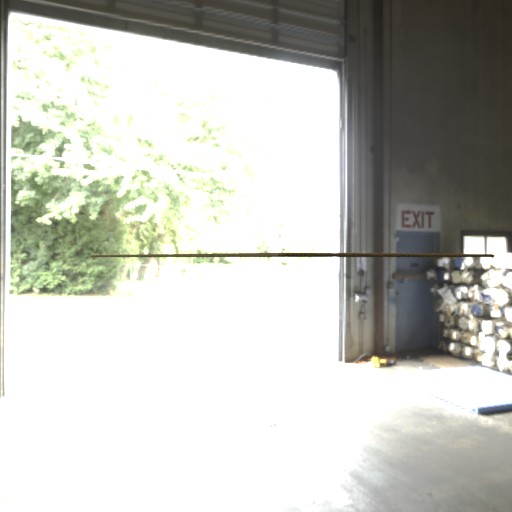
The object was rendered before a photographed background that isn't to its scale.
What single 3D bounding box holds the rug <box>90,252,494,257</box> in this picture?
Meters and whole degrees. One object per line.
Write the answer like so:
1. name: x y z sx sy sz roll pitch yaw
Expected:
1. rug: 0.000 0.000 2.065 1.062 0.013 1.667 0 0 -36
